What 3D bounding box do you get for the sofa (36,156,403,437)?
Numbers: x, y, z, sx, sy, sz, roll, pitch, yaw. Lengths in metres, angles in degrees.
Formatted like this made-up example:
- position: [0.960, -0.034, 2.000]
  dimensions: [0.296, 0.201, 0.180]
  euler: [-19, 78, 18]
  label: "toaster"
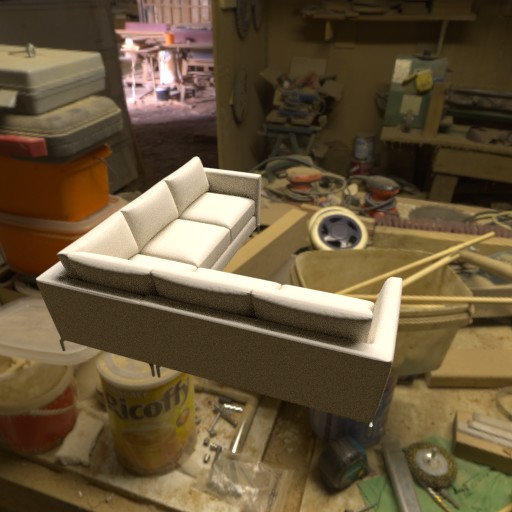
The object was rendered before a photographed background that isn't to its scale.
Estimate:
- position: [0.000, 0.000, 3.842]
  dimensions: [2.430, 0.867, 2.448]
  euler: [10, 33, 17]
  label: "sofa"
